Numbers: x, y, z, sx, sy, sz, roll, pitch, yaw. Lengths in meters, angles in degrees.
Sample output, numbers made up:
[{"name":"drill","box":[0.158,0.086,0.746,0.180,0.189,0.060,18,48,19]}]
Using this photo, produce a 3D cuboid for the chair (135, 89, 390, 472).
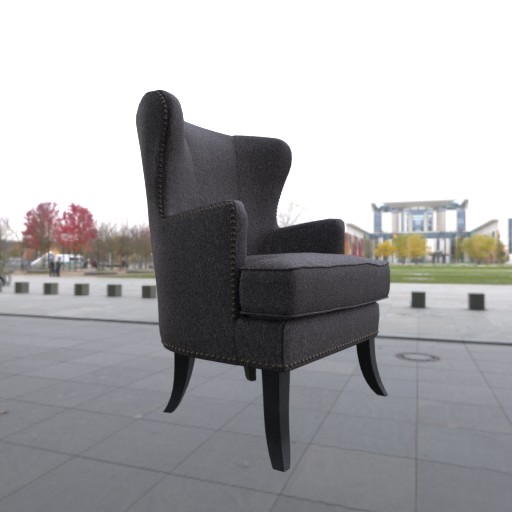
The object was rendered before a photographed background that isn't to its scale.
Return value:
[{"name":"chair","box":[0.000,0.000,1.590,0.758,1.060,0.759,0,-1,35]}]
